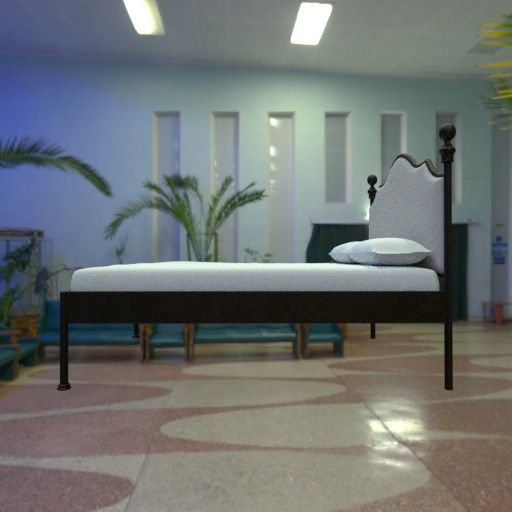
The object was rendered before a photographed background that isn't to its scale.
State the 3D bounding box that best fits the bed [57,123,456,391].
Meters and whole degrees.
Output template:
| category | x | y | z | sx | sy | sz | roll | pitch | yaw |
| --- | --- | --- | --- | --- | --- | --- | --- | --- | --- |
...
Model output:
| category | x | y | z | sx | sy | sz | roll | pitch | yaw |
| --- | --- | --- | --- | --- | --- | --- | --- | --- | --- |
| bed | 0.000 | 0.000 | 3.251 | 2.224 | 1.499 | 1.642 | 0 | 0 | -1 |
